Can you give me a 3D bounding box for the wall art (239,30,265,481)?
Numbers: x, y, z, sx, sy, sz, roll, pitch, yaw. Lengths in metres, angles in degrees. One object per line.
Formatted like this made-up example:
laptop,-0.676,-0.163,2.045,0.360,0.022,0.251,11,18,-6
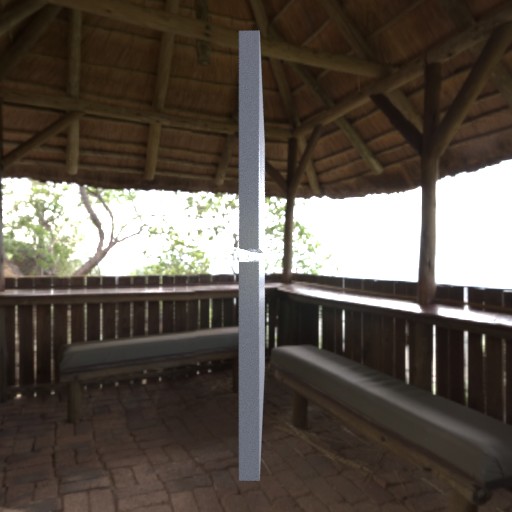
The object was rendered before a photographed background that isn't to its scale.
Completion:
wall art,0.000,0.000,0.907,0.029,0.611,0.611,0,0,2
